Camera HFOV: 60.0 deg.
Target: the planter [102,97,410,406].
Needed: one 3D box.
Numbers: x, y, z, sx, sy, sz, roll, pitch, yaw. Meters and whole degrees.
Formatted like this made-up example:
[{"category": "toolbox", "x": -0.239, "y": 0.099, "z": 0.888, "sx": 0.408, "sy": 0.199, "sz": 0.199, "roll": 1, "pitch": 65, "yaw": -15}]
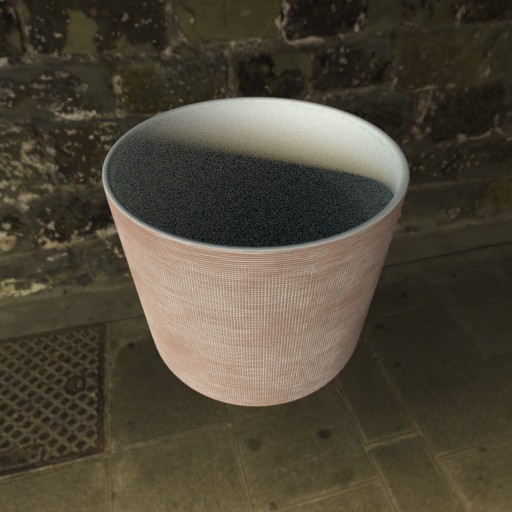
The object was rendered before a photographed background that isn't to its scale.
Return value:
[{"category": "planter", "x": 0.000, "y": 0.000, "z": 0.784, "sx": 0.440, "sy": 0.398, "sz": 0.440, "roll": 0, "pitch": 41, "yaw": 0}]
